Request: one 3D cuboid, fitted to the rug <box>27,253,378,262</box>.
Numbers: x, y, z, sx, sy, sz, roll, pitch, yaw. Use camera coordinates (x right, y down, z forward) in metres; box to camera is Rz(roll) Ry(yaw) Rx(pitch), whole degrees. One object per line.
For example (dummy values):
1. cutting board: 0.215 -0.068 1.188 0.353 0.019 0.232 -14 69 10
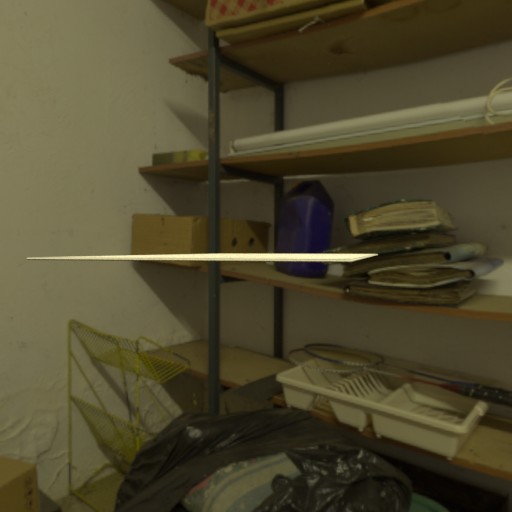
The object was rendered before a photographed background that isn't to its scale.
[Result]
1. rug: 0.000 0.000 3.048 1.524 0.012 2.438 0 1 18
